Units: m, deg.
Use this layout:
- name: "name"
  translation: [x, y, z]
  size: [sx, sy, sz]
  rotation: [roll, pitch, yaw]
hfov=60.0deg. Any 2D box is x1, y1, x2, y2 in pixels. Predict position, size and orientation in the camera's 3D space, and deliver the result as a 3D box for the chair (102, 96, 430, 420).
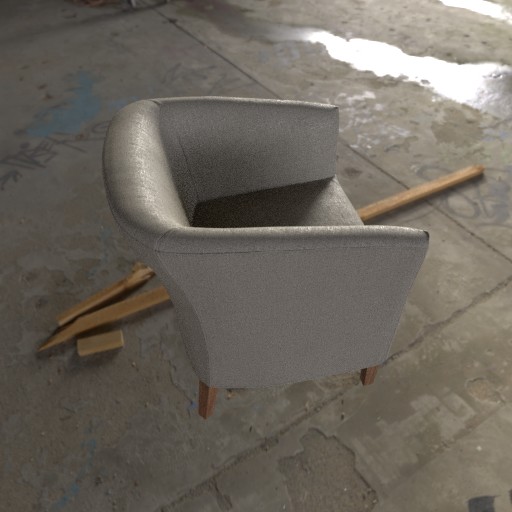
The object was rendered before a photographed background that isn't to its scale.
- name: "chair"
  translation: [0.000, 0.000, 1.260]
  size: [0.668, 0.771, 0.600]
  rotation: [-10, 48, -9]
